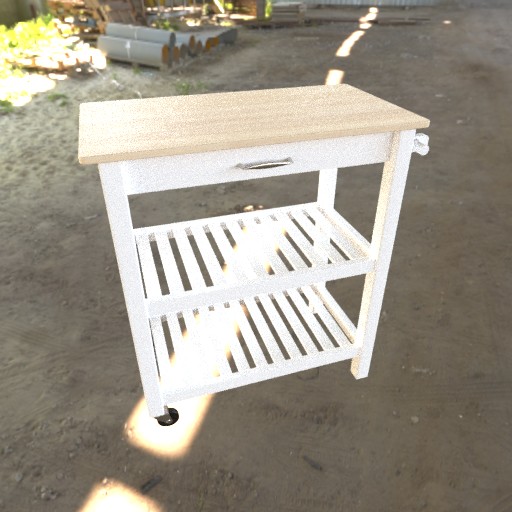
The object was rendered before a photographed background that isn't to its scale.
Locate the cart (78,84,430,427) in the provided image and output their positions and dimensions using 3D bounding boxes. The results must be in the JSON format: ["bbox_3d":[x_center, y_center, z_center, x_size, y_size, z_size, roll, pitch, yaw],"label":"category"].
[{"bbox_3d":[0.000,0.000,1.439,0.899,0.927,0.457,-10,34,-15],"label":"cart"}]
